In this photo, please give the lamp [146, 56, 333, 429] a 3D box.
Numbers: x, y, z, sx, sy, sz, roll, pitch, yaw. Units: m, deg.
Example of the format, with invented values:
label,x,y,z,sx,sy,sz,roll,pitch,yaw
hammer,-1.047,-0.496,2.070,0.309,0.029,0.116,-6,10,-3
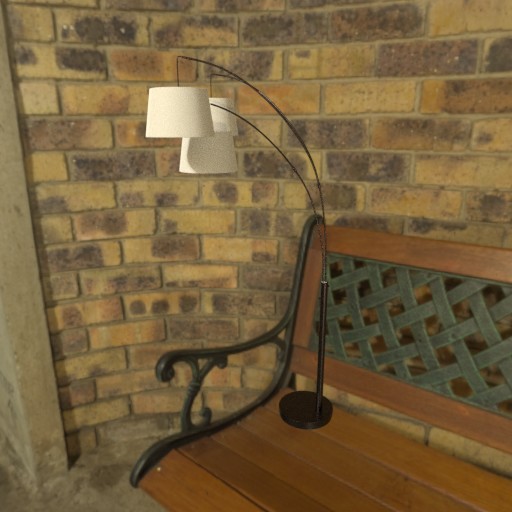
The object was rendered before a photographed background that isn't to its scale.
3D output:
label,x,y,z,sx,sy,sz,roll,pitch,yaw
lamp,0.000,0.000,2.440,0.924,1.950,0.951,2,16,8
